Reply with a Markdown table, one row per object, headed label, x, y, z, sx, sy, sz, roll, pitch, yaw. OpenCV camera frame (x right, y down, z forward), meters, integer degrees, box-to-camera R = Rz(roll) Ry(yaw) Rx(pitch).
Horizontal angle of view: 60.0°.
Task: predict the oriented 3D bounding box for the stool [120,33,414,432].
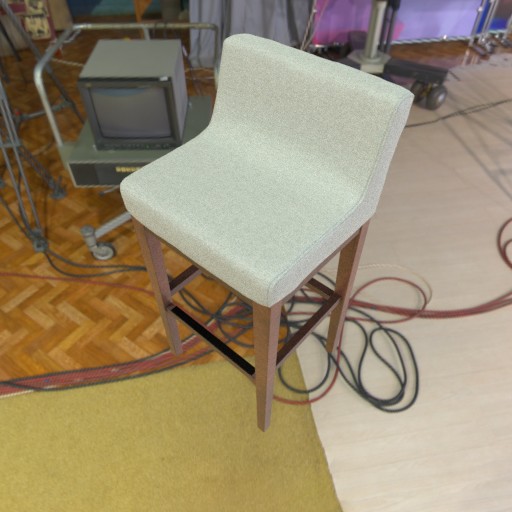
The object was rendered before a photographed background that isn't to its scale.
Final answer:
| label | x | y | z | sx | sy | sz | roll | pitch | yaw |
| --- | --- | --- | --- | --- | --- | --- | --- | --- | --- |
| stool | 0.000 | 0.000 | 1.310 | 0.511 | 1.037 | 0.500 | 33 | 55 | 27 |
